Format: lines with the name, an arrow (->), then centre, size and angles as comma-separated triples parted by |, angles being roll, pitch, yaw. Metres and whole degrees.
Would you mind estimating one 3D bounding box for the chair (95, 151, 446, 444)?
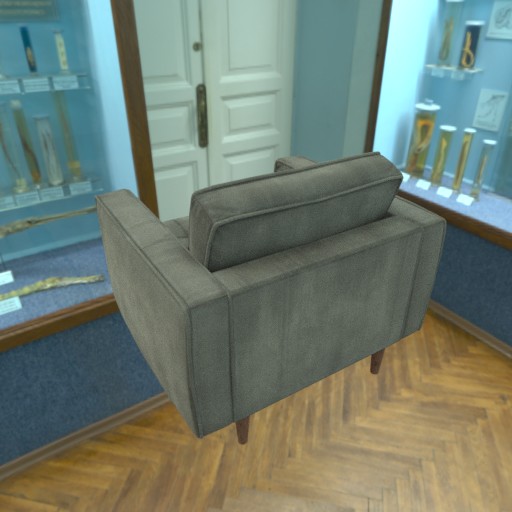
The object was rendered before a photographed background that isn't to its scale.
chair -> 0.000, 0.000, 1.563 | 0.928, 0.773, 0.843 | -17, 34, -27
